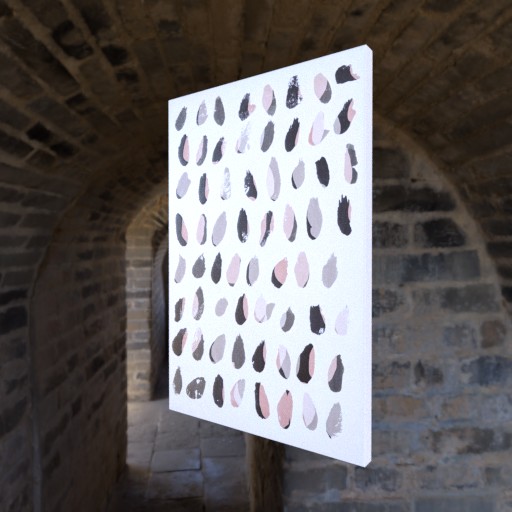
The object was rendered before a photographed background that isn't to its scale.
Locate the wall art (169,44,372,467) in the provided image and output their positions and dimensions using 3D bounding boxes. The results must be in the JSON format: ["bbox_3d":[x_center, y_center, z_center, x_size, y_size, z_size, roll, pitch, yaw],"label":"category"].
[{"bbox_3d":[0.000,0.000,0.764,0.405,0.608,0.025,0,1,36],"label":"wall art"}]
